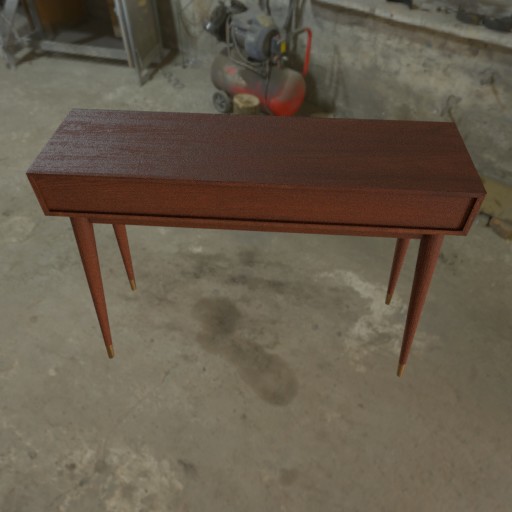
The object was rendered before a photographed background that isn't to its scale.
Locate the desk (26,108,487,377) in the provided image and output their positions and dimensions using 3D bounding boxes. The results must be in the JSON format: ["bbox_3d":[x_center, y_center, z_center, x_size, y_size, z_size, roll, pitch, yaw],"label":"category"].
[{"bbox_3d":[0.000,0.000,1.600,1.204,0.917,0.384,3,47,3],"label":"desk"}]
